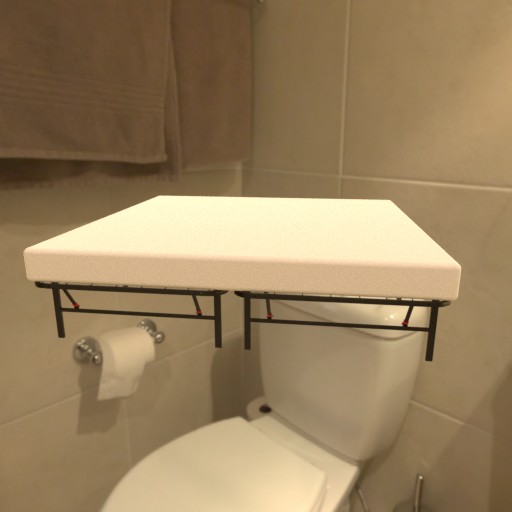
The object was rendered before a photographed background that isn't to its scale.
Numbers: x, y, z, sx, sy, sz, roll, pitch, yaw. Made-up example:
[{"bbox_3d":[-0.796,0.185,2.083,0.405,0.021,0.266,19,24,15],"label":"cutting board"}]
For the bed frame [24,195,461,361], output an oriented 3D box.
[{"bbox_3d":[0.000,0.000,2.996,2.033,0.525,1.935,2,16,7],"label":"bed frame"}]
